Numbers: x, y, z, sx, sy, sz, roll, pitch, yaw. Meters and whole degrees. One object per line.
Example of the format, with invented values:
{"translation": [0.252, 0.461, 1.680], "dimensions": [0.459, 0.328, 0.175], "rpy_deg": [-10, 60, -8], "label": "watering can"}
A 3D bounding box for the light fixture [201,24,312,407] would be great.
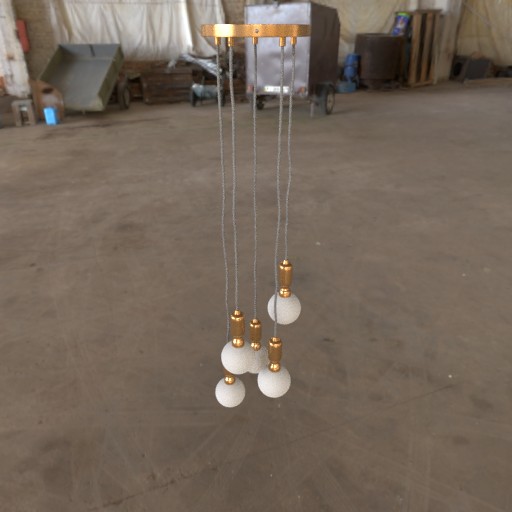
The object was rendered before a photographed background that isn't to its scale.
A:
{"translation": [0.000, 0.000, 0.493], "dimensions": [0.108, 0.457, 0.105], "rpy_deg": [-1, 27, -1], "label": "light fixture"}
